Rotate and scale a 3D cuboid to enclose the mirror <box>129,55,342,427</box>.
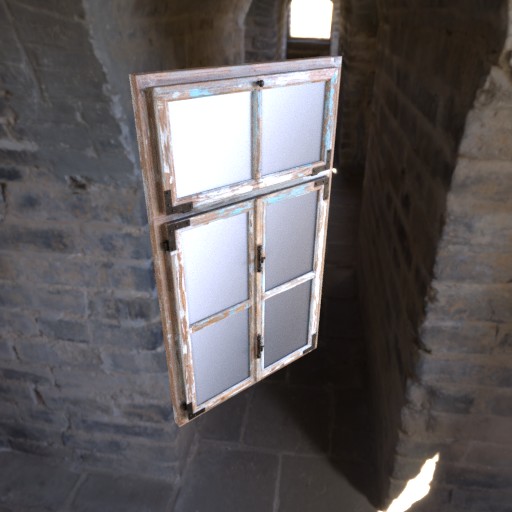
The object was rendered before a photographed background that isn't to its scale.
[{"bbox_3d":[0.000,0.000,1.521,0.707,1.213,0.083,-21,36,-32],"label":"mirror"}]
